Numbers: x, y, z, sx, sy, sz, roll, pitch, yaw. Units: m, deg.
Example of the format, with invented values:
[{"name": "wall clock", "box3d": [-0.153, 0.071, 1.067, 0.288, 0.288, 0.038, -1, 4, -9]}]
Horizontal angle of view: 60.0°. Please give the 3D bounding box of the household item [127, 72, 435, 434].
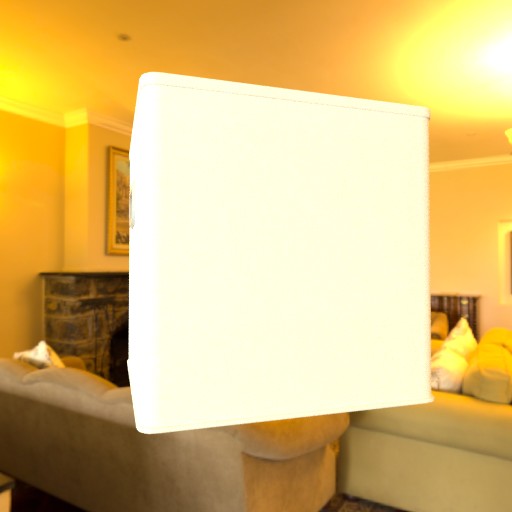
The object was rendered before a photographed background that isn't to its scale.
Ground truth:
[{"name": "household item", "box3d": [0.000, 0.000, 0.558, 0.305, 0.305, 0.305, 0, -1, -18]}]
